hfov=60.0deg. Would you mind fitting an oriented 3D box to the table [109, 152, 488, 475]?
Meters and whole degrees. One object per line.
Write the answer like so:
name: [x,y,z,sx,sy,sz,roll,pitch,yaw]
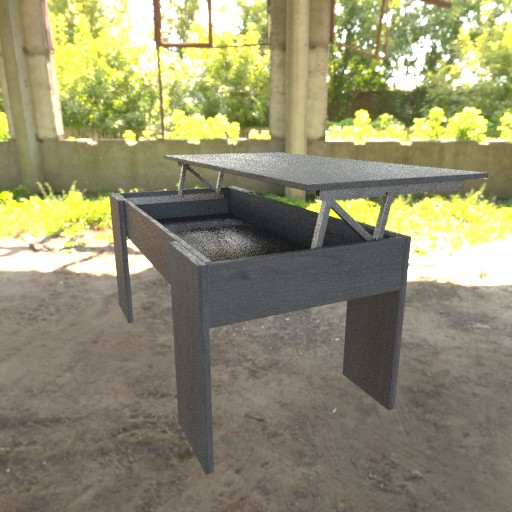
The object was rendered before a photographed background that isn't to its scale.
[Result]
table: [0.000,0.000,1.386,0.711,0.570,1.000,-8,18,-25]
